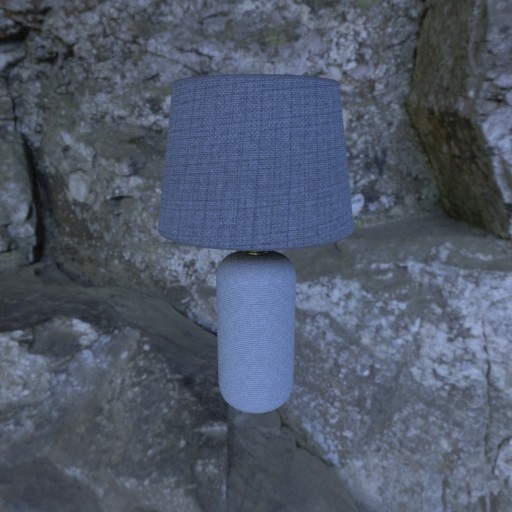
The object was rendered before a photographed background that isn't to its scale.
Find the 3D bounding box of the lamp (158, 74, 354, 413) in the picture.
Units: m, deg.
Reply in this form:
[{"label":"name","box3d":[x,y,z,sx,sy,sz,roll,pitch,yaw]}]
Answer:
[{"label":"lamp","box3d":[0.000,0.000,0.592,0.251,0.429,0.251,0,16,0]}]
